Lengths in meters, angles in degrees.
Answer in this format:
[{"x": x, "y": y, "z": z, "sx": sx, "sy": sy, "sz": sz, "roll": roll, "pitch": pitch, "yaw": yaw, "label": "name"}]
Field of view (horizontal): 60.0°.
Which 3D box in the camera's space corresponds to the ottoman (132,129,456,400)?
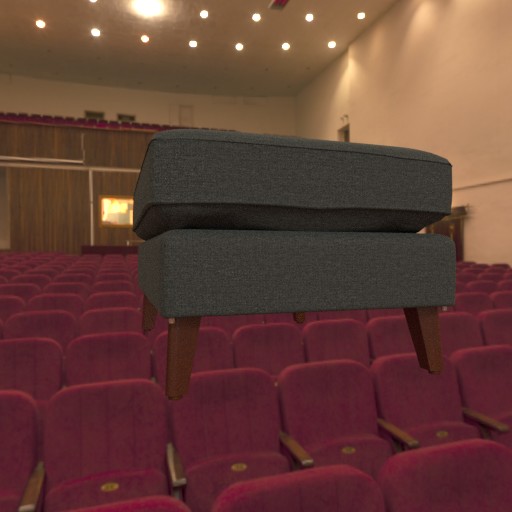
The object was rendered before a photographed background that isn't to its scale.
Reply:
[{"x": 0.000, "y": 0.000, "z": 1.216, "sx": 0.629, "sy": 0.503, "sz": 0.835, "roll": 0, "pitch": 0, "yaw": -18, "label": "ottoman"}]
